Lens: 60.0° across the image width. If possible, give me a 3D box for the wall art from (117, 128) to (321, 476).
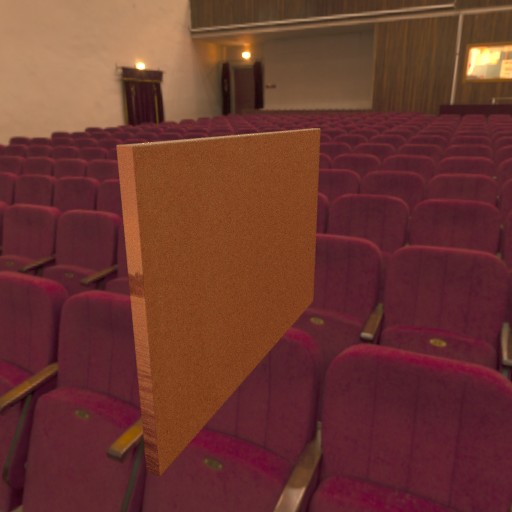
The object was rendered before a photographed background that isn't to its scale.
[{"bbox_3d":[0.000,0.000,0.770,0.021,0.410,0.615,8,19,24],"label":"wall art"}]
